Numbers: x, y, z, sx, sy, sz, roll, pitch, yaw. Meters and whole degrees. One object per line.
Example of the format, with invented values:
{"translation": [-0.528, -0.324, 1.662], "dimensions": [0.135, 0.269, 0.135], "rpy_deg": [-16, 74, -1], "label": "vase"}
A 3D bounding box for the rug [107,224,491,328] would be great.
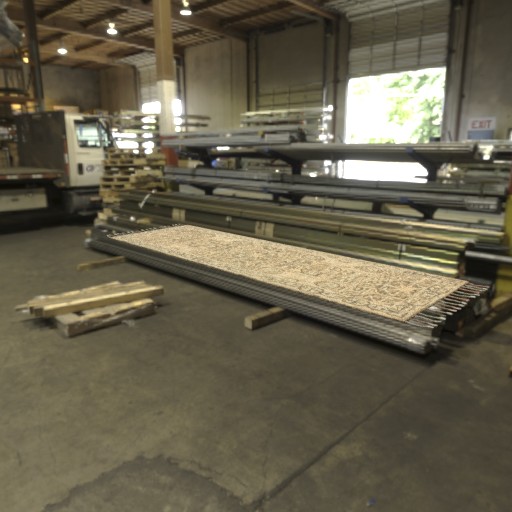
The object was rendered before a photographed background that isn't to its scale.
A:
{"translation": [0.000, 0.000, 2.920], "dimensions": [2.664, 0.011, 0.762], "rpy_deg": [13, 19, 42], "label": "rug"}
